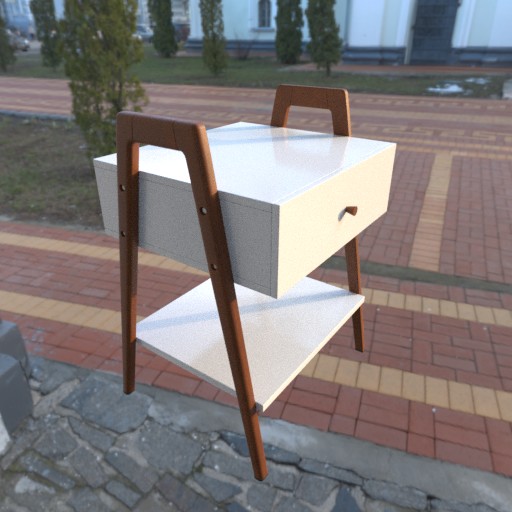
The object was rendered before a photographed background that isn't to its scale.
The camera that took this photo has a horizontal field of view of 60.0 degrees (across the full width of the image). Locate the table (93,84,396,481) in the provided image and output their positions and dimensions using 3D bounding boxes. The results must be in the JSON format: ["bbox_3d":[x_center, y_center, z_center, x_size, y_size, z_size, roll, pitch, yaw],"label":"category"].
[{"bbox_3d":[0.000,0.000,0.905,0.405,0.610,0.457,18,32,31],"label":"table"}]
